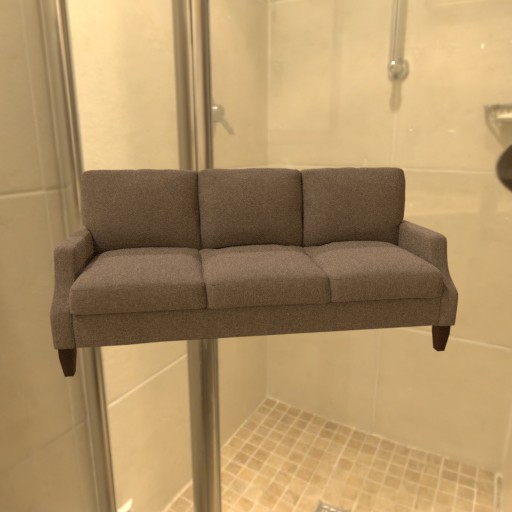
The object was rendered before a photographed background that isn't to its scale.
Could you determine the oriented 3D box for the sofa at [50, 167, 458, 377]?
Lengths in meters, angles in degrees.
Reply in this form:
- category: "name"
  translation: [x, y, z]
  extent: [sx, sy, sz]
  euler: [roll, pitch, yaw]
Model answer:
- category: "sofa"
  translation: [0.000, 0.000, 2.604]
  extent: [2.115, 0.984, 0.888]
  euler: [-2, 15, -8]
